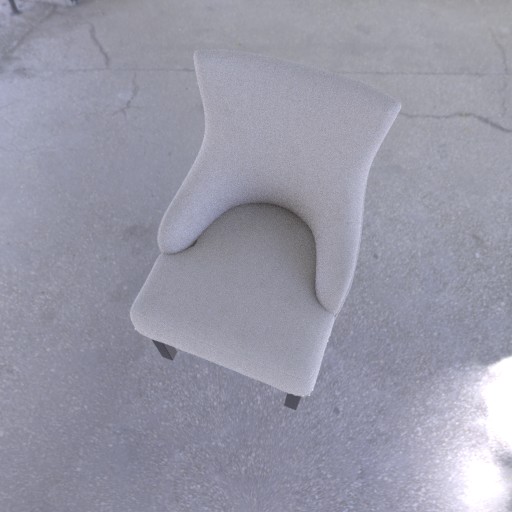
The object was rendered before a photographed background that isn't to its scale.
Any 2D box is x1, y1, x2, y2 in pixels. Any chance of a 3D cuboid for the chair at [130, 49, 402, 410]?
[{"bbox_3d":[0.000,0.000,1.302,0.566,0.909,0.629,19,61,11],"label":"chair"}]
